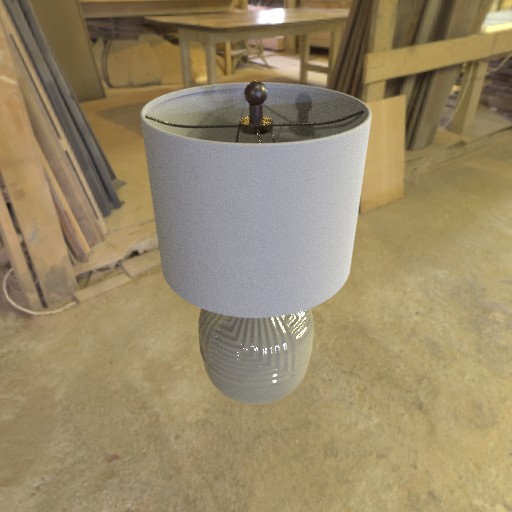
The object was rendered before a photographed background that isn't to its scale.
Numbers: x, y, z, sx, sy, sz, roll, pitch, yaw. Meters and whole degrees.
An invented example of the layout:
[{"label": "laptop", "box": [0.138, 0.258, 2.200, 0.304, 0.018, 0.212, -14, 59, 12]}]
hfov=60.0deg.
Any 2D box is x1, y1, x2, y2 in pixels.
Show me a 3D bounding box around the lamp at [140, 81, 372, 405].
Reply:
[{"label": "lamp", "box": [0.000, 0.000, 0.757, 0.318, 0.567, 0.318, 0, 33, 0]}]
